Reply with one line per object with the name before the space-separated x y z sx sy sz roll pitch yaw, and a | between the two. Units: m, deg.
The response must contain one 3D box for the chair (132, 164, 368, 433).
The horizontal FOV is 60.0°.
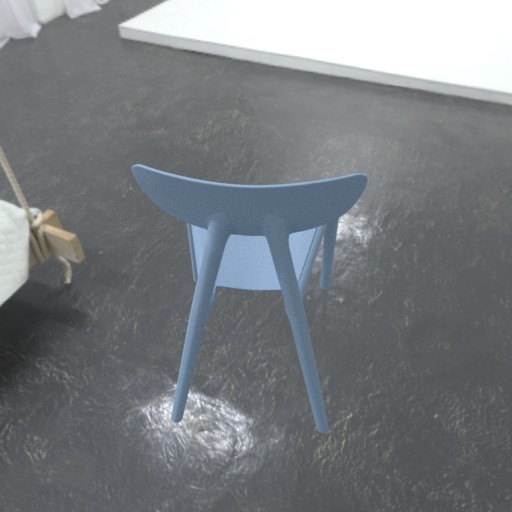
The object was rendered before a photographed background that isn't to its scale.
chair | 0.000 0.000 0.826 0.356 0.580 0.401 3 45 3
